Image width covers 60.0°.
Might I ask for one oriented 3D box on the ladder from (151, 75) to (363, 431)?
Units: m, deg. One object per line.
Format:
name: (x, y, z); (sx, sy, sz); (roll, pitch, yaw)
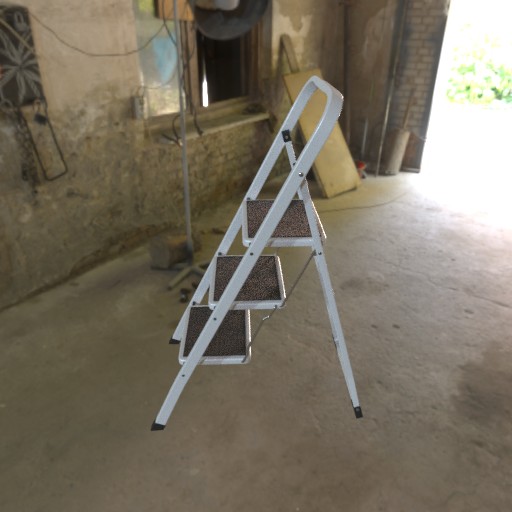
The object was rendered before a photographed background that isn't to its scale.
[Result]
ladder: (0.000, 0.000, 1.418); (0.711, 1.050, 0.460); (-1, 29, -2)
